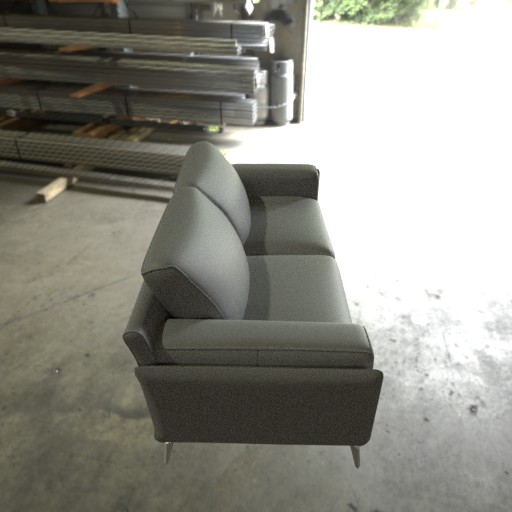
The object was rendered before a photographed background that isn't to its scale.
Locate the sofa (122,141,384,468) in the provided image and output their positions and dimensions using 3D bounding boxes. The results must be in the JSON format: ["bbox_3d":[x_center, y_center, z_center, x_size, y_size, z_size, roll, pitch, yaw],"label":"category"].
[{"bbox_3d":[0.000,0.000,2.574,0.969,0.900,2.100,0,32,0],"label":"sofa"}]
